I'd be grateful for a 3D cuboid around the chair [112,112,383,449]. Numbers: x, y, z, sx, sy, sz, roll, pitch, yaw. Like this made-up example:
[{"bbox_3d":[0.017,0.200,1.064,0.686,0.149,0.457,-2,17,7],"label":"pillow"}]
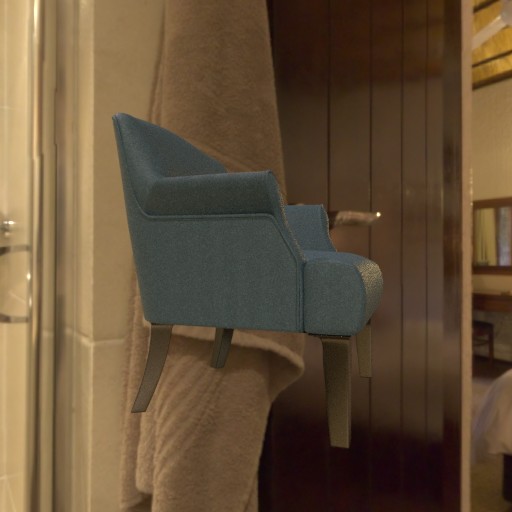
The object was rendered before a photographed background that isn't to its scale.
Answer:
[{"bbox_3d":[0.000,0.000,1.430,0.754,0.878,0.770,0,-1,19],"label":"chair"}]
